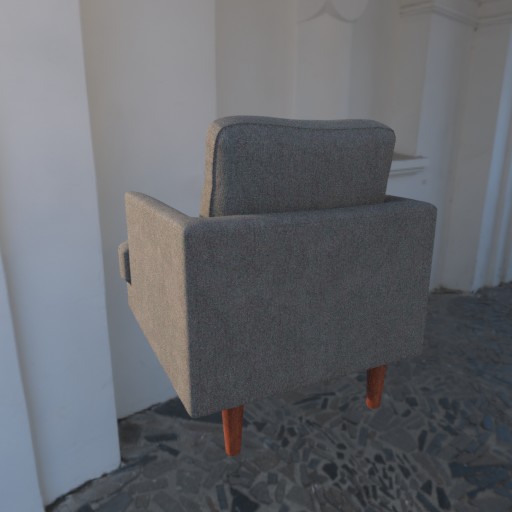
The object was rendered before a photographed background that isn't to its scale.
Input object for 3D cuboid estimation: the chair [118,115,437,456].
[{"bbox_3d":[0.000,0.000,1.627,0.858,0.957,0.899,-7,17,-25],"label":"chair"}]
